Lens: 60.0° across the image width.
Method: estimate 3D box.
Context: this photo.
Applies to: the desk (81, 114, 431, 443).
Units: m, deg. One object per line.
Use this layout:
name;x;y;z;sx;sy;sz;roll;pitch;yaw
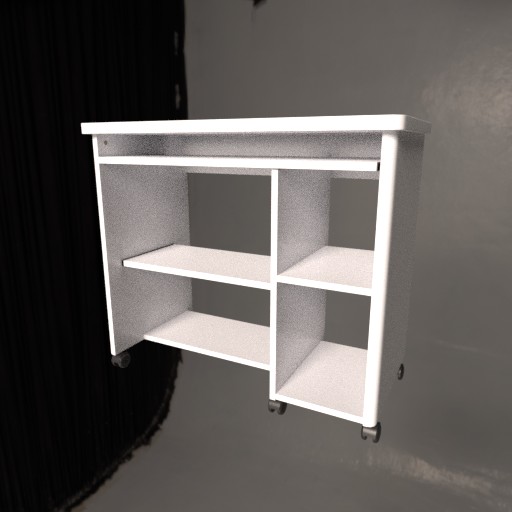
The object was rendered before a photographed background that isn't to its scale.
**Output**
desk;0.000;0.000;1.330;0.877;0.763;0.475;7;16;26
